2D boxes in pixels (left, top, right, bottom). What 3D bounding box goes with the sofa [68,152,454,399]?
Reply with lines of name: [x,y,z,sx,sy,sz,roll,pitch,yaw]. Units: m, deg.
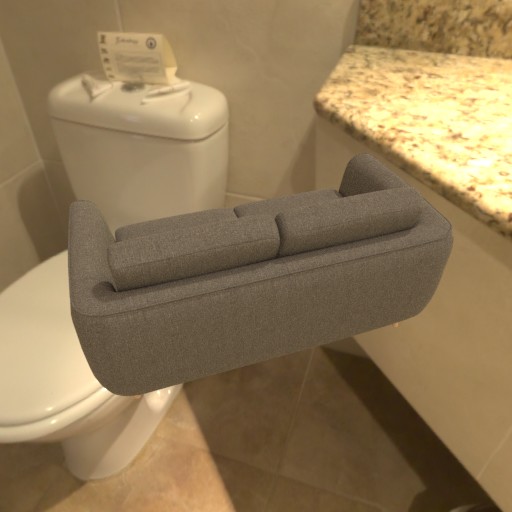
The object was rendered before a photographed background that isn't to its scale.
sofa: [0.000,0.000,2.206,1.700,0.870,0.920,-12,41,-14]
